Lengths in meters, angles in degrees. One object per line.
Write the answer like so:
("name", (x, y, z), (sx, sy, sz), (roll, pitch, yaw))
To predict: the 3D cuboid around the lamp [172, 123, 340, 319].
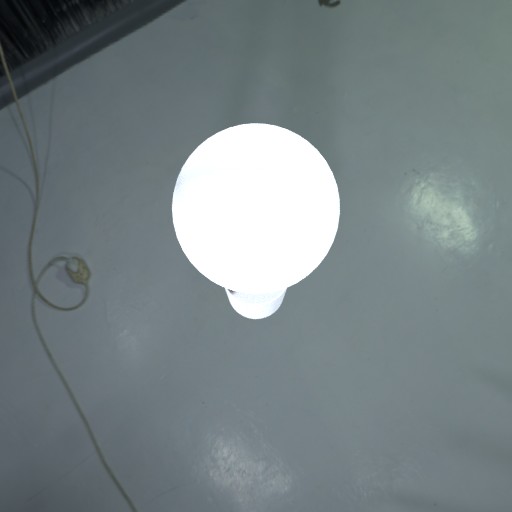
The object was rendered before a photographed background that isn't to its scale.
("lamp", (0.000, 0.000, 0.569), (0.153, 0.480, 0.153), (0, 75, 0))
